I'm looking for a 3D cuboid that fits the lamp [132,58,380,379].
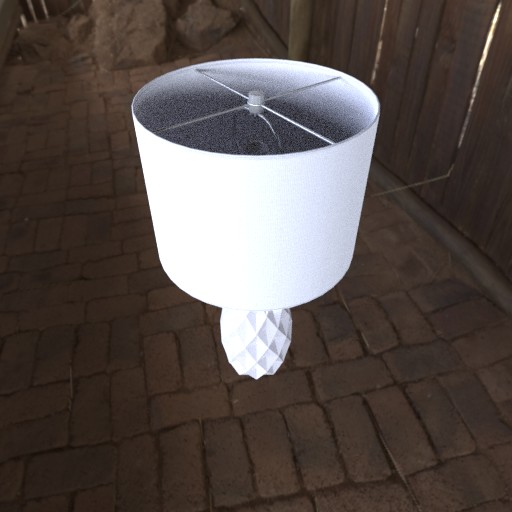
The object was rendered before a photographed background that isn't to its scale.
[{"bbox_3d":[0.000,0.000,0.709,0.297,0.522,0.297,0,41,0],"label":"lamp"}]
